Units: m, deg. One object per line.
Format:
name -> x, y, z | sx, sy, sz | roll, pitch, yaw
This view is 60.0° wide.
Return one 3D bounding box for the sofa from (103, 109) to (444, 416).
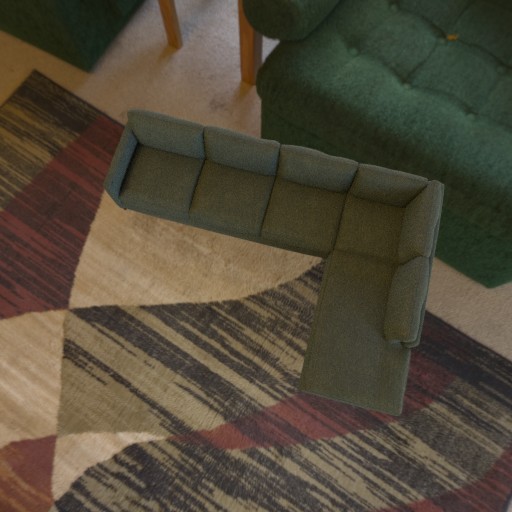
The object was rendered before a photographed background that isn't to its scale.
sofa -> 0.000, 0.000, 3.896 | 2.949, 0.815, 2.007 | 14, 75, 4
